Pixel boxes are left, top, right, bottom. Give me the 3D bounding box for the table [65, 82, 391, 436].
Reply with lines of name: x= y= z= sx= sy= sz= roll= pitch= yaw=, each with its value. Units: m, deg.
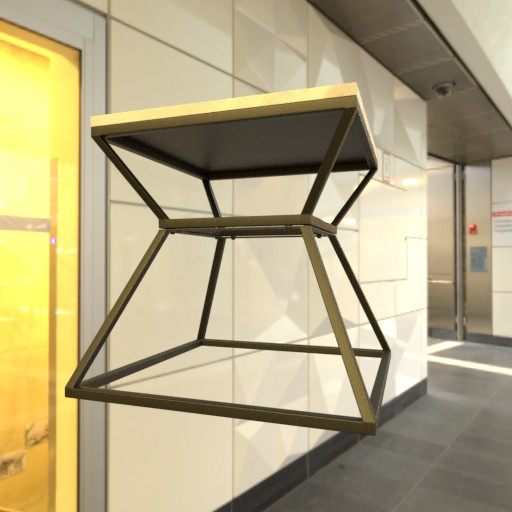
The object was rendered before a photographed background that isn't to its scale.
table: x=0.000 y=0.000 z=0.811 sx=0.455 sy=0.431 sz=0.455 roll=0 pitch=-1 yaw=19
